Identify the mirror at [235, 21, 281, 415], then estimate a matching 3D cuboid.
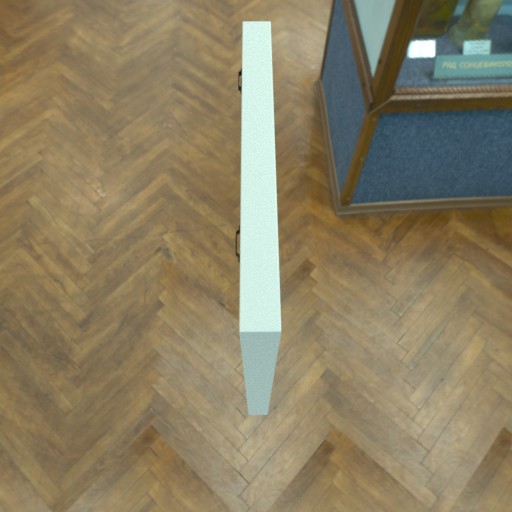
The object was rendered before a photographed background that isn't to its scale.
[{"bbox_3d":[0.000,0.000,0.694,0.041,0.509,0.406,0,63,0],"label":"mirror"}]
